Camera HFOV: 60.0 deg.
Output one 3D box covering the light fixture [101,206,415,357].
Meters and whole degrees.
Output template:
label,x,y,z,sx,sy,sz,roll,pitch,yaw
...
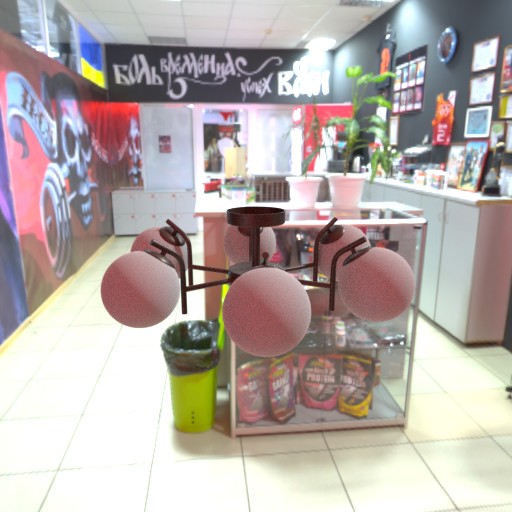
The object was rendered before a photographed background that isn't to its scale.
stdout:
label,x,y,z,sx,sy,sz,roll,pitch,yaw
light fixture,0.000,0.000,0.965,0.662,0.201,0.662,0,14,0
